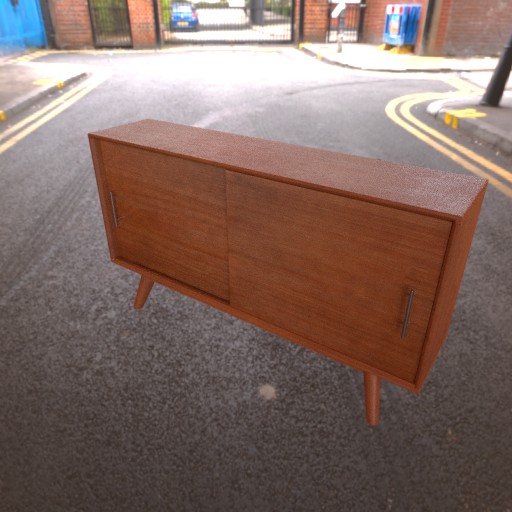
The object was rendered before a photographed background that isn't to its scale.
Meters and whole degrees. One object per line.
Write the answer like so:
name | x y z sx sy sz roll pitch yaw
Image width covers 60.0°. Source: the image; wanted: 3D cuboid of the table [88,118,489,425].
table | 0.000 0.000 1.481 1.220 0.698 0.308 19 34 30
